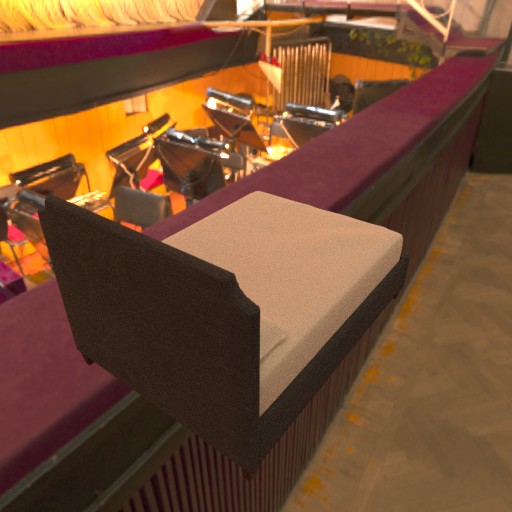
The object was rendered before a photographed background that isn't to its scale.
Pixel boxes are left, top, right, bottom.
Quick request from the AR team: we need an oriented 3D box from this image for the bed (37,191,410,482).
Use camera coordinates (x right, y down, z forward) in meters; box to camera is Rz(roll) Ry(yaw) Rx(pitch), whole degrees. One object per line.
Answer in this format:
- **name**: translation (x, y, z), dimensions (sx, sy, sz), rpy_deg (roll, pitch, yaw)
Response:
- **bed**: translation (0.000, 0.000, 3.431), dimensions (1.713, 1.443, 2.372), rpy_deg (22, 38, 31)
